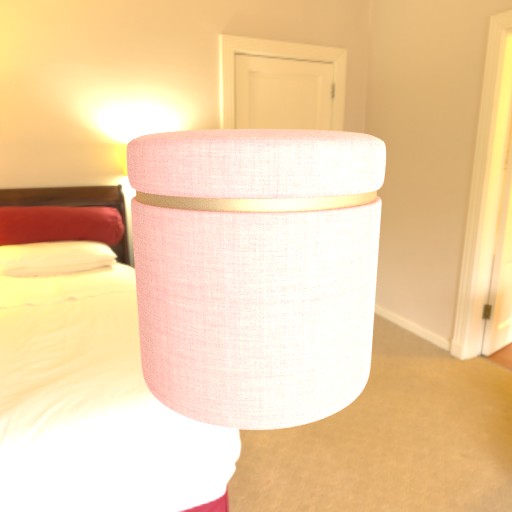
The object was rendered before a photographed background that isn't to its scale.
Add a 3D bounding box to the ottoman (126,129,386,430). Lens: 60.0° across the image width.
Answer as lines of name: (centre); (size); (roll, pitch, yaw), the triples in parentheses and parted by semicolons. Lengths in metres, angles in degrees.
ottoman: (0.000, 0.000, 0.749); (0.400, 0.406, 0.400); (0, 14, 0)
